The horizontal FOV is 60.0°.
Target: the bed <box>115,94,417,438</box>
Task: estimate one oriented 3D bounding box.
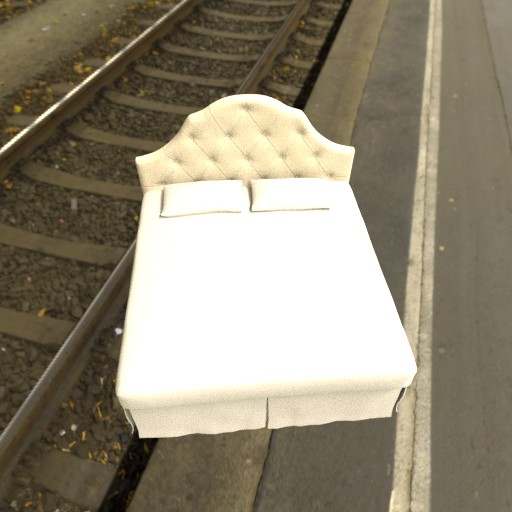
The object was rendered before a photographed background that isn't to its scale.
[{"bbox_3d":[0.000,0.000,3.368,2.012,1.555,2.086,-3,47,-3],"label":"bed"}]
